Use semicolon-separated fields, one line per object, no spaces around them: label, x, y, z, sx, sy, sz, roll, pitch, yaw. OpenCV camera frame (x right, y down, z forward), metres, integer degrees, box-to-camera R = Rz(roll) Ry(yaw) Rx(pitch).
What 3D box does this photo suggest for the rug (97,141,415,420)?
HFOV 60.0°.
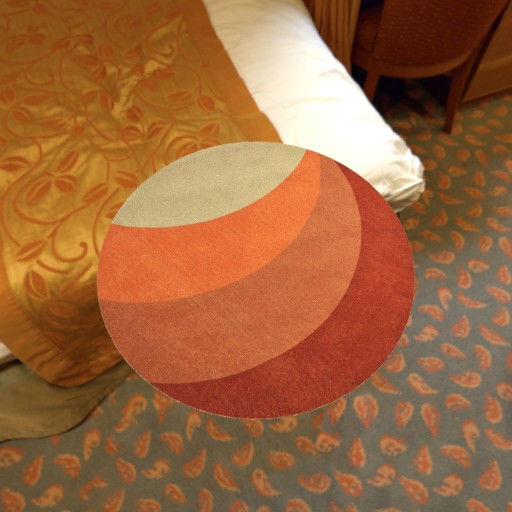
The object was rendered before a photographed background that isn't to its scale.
rug;0.000;0.000;2.145;1.514;0.015;1.514;0;59;0
